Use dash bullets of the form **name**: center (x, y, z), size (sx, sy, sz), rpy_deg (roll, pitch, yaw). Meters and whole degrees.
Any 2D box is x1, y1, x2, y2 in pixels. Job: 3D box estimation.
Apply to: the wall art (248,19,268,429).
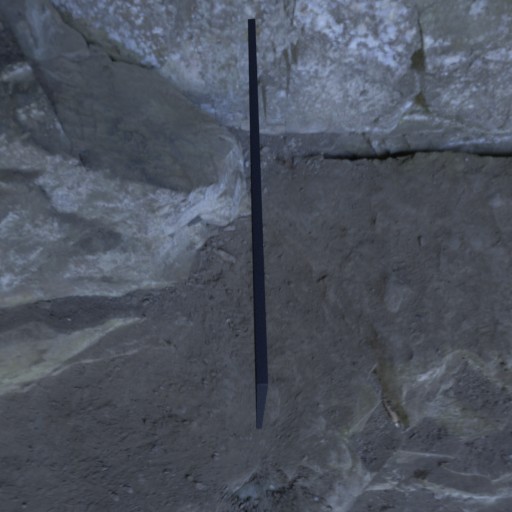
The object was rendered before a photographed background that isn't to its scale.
- **wall art**: center (0.000, 0.000, 0.828), size (0.012, 0.558, 0.562), rpy_deg (-1, 64, -1)
